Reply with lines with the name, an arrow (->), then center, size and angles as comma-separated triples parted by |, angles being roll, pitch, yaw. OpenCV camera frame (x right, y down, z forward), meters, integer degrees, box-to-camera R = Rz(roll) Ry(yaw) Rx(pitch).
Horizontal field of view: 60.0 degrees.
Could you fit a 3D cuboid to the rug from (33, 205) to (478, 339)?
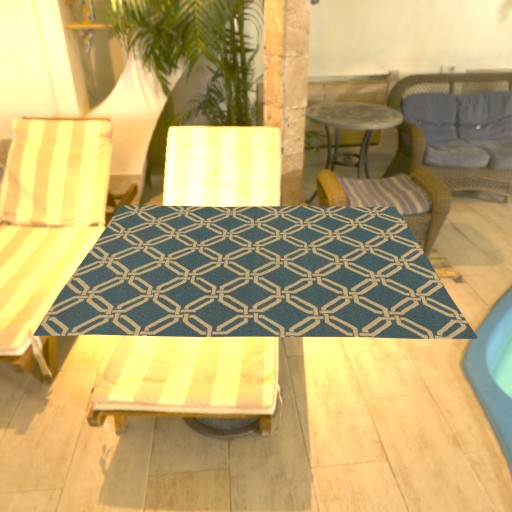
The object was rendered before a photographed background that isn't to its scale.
rug -> 0.000, 0.000, 2.756 | 2.135, 0.013, 1.524 | 0, 30, 0
